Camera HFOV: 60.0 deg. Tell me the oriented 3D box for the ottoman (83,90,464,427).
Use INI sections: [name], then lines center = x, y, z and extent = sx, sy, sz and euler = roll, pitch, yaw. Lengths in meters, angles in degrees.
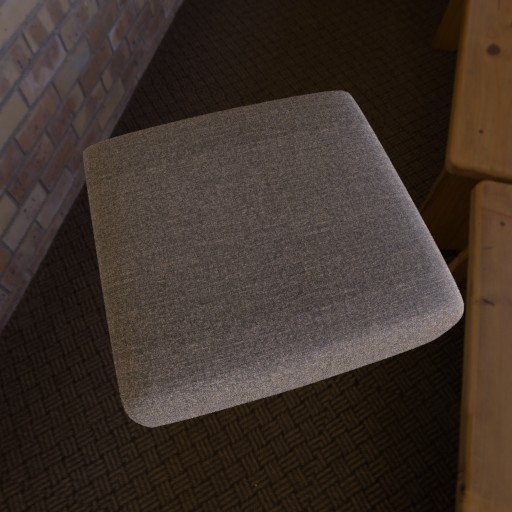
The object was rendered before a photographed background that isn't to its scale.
[ottoman]
center = 0.000, 0.000, 1.063
extent = 0.655, 0.399, 0.648
euler = -15, 64, -8
